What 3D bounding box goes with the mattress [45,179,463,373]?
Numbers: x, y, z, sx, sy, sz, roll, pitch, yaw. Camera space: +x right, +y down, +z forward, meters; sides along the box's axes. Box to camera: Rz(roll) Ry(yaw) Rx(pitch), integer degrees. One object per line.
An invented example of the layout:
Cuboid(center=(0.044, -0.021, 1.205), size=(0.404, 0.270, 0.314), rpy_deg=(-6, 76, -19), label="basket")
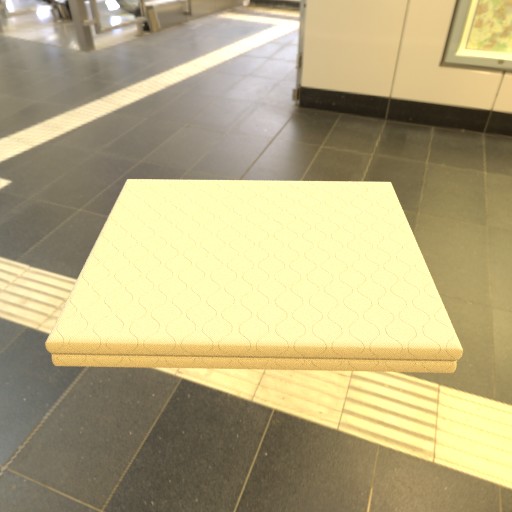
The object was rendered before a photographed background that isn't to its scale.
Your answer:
Cuboid(center=(0.000, 0.000, 2.778), size=(2.000, 0.200, 1.600), rpy_deg=(1, 39, 1), label="mattress")
